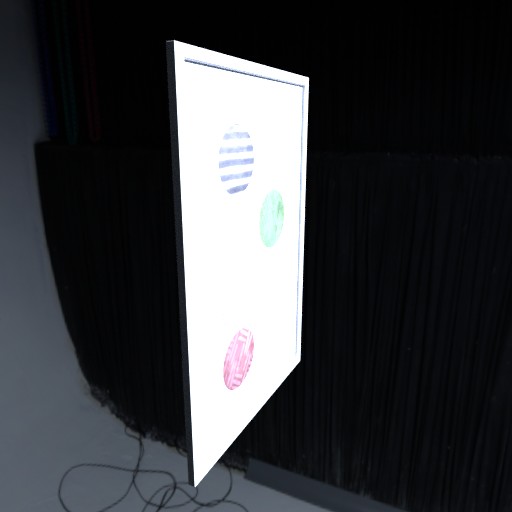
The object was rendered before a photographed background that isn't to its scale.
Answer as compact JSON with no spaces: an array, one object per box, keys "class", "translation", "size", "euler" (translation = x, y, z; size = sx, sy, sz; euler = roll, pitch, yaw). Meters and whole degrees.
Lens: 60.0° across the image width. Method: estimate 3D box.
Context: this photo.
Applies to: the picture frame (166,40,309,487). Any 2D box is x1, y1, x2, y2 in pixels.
[{"class":"picture frame","translation":[0.000,0.000,0.822],"size":[0.013,0.657,0.457],"euler":[8,18,26]}]
